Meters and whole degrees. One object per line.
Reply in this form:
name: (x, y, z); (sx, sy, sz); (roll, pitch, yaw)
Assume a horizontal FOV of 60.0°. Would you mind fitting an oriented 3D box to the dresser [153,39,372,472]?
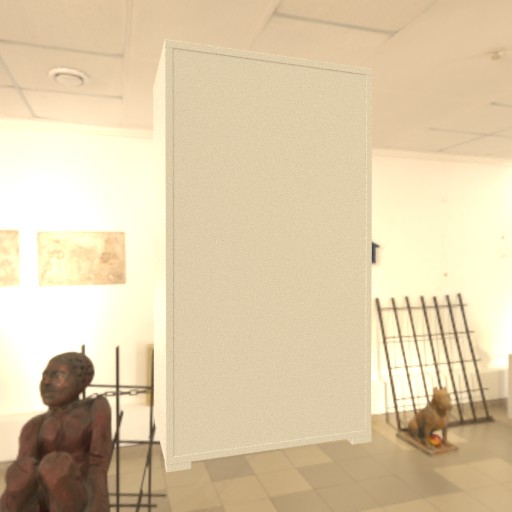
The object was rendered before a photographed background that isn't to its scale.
dresser: (0.000, 0.000, 1.505); (0.650, 1.190, 0.400); (0, 1, -18)
